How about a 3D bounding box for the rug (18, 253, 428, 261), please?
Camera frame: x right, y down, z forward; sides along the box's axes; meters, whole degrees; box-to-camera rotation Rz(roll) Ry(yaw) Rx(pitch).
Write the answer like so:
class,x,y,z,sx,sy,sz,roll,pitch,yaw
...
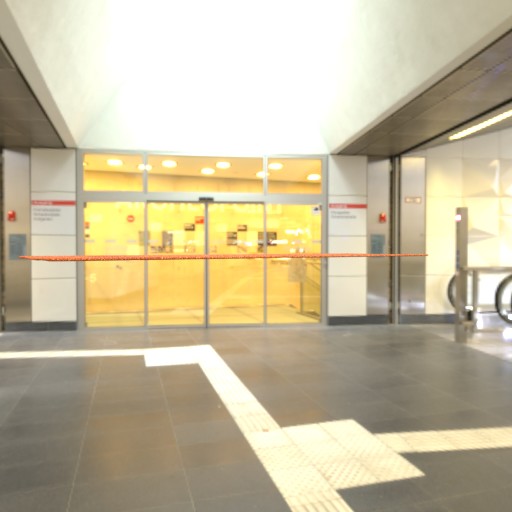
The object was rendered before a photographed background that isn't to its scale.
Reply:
class,x,y,z,sx,sy,sz,roll,pitch,yaw
rug,0.000,0.000,2.507,2.307,0.012,0.687,-1,1,-36
